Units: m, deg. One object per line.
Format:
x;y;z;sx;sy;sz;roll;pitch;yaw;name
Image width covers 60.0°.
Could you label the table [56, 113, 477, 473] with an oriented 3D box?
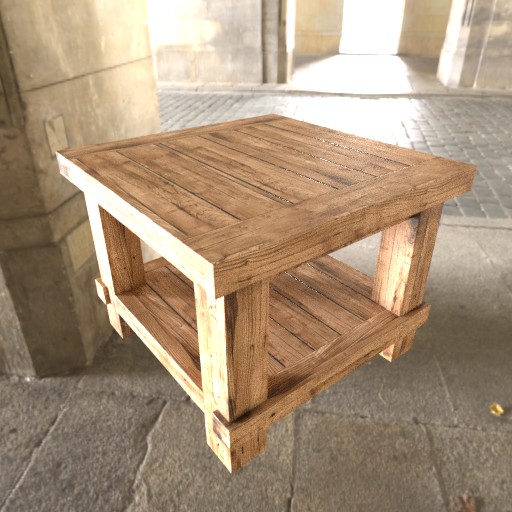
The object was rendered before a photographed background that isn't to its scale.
0.000;0.000;1.014;0.610;0.457;0.610;-21;36;-33;table
